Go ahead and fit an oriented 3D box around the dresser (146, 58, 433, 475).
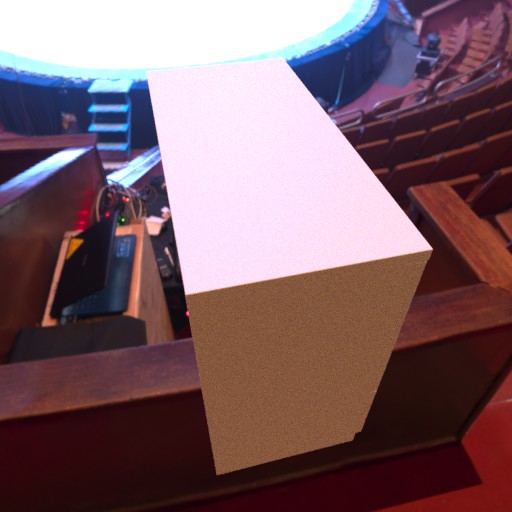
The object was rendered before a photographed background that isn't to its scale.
[{"bbox_3d":[0.000,0.000,1.236,0.420,0.740,0.830,-10,46,-10],"label":"dresser"}]
